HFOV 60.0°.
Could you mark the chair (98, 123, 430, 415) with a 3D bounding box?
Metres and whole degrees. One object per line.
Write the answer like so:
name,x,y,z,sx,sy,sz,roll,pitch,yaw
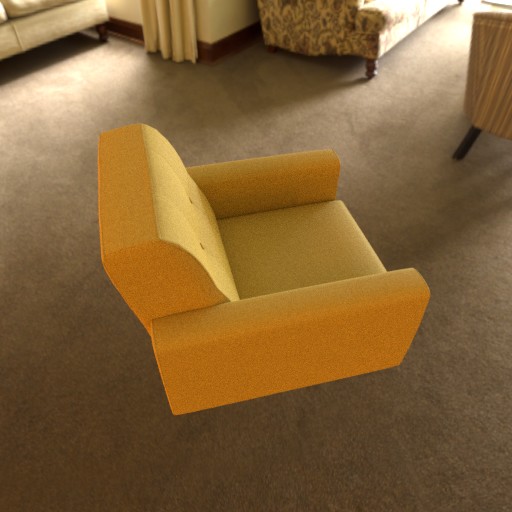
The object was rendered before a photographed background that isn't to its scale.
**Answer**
chair,0.000,0.000,1.590,0.909,0.841,0.831,-10,46,-10
